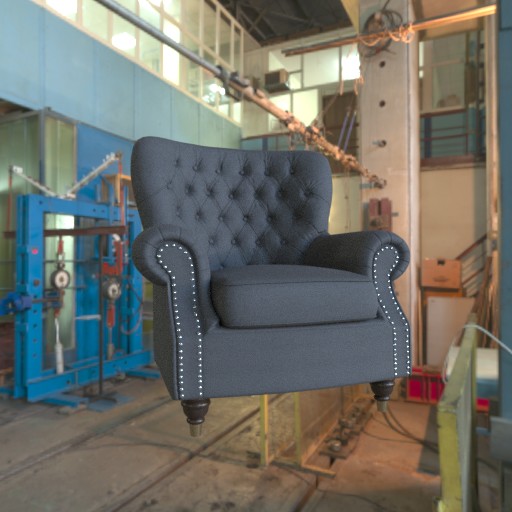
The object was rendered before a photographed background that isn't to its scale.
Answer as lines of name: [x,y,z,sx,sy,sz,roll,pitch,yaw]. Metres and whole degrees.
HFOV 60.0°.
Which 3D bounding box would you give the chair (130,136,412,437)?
chair: [0.000,0.000,1.754,0.983,1.046,0.983,0,-1,-19]
